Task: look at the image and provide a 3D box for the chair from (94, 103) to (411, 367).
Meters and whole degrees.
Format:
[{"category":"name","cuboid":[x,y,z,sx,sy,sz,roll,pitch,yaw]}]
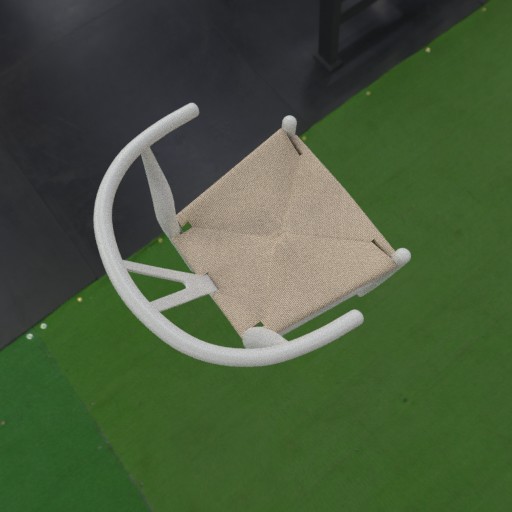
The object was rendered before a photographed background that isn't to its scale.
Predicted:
[{"category":"chair","cuboid":[0.000,0.000,1.139,0.579,0.730,0.569,-35,77,-9]}]
